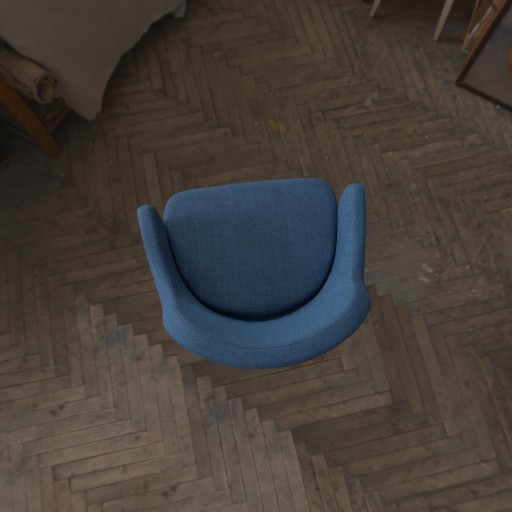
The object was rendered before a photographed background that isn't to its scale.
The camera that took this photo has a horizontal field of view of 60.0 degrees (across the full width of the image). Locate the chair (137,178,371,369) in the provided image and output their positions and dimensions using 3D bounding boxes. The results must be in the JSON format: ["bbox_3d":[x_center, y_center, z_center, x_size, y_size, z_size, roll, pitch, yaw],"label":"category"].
[{"bbox_3d":[0.000,0.000,1.293,0.599,0.820,0.655,-6,75,-2],"label":"chair"}]
